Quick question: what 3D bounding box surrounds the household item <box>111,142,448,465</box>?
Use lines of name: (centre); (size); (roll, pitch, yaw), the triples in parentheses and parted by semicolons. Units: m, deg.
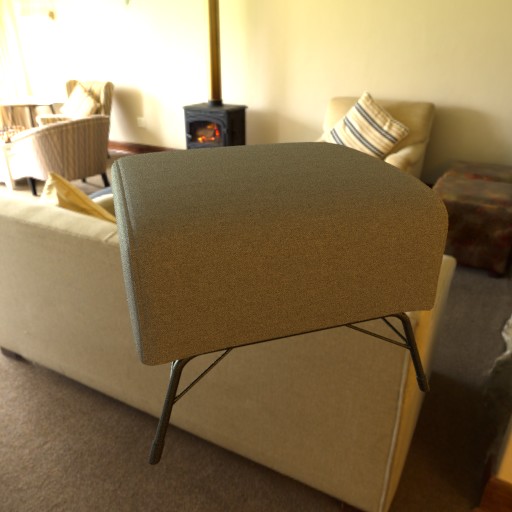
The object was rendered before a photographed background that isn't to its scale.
household item: (0.000, 0.000, 0.908); (0.530, 0.410, 0.530); (-8, 27, -17)
